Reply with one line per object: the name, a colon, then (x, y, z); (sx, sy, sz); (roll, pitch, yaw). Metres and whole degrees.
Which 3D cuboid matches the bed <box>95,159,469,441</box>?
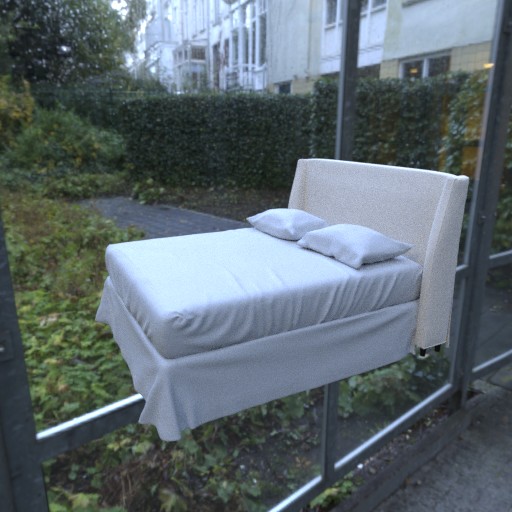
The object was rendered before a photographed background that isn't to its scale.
bed: (0.000, 0.000, 3.452); (2.276, 1.332, 1.925); (-8, 18, -27)
